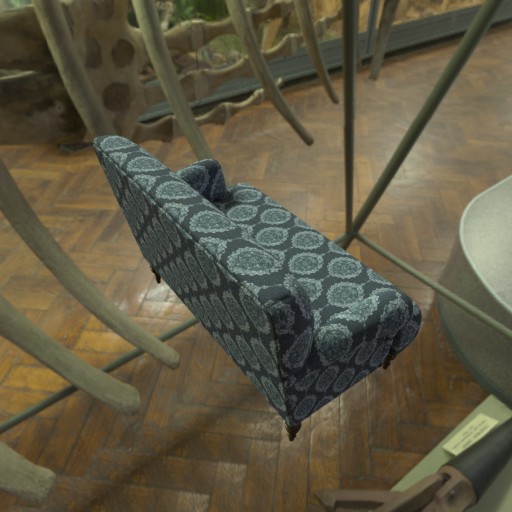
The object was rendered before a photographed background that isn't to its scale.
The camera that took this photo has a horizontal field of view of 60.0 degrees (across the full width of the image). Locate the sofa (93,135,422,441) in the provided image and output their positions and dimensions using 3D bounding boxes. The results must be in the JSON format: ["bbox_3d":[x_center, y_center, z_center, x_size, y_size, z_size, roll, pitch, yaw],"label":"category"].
[{"bbox_3d":[0.000,0.000,1.851,0.779,0.867,1.297,-26,47,-27],"label":"sofa"}]
